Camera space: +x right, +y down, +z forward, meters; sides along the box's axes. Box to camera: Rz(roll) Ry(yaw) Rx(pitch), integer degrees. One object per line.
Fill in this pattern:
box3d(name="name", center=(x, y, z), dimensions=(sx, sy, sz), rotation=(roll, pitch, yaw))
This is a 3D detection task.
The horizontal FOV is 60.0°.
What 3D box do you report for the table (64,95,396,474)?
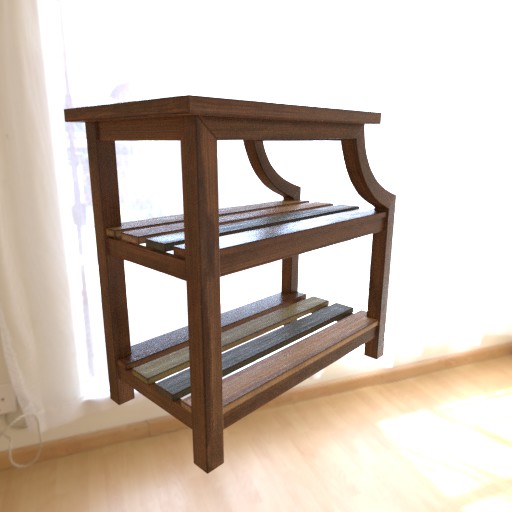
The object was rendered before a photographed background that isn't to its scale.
box3d(name="table", center=(0.000, 0.000, 0.947), dimensions=(0.356, 0.584, 0.609), rotation=(13, 20, 42))
